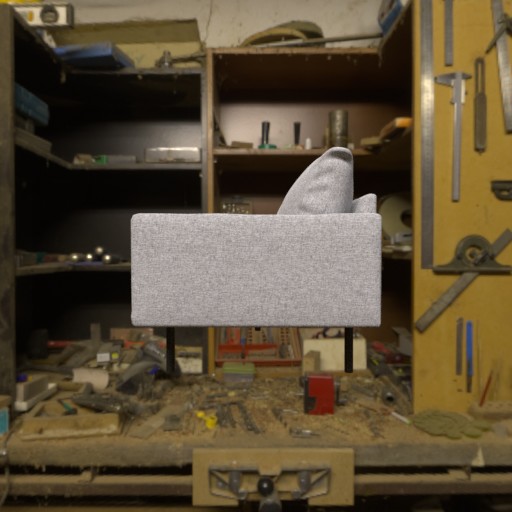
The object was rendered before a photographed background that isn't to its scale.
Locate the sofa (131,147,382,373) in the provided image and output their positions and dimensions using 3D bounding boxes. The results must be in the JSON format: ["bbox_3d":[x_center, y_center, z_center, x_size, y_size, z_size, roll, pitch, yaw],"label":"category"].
[{"bbox_3d":[0.000,0.000,2.451,0.850,0.830,2.000,0,2,1],"label":"sofa"}]
